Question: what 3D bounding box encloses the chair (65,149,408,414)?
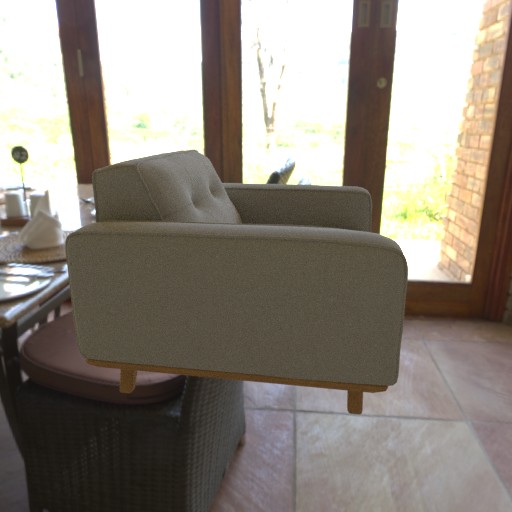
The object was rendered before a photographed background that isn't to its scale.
[{"bbox_3d":[0.000,0.000,1.731,0.953,0.779,1.115,2,17,8],"label":"chair"}]
